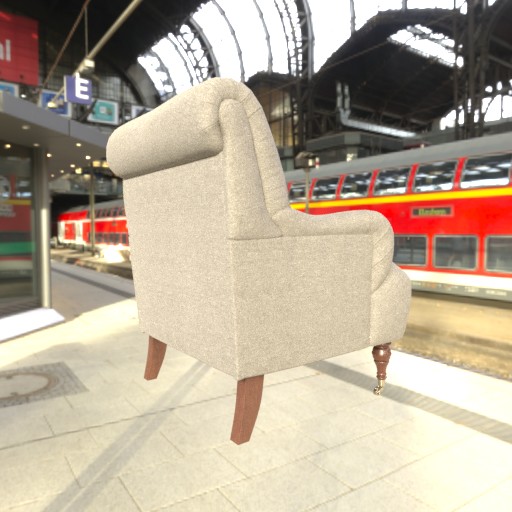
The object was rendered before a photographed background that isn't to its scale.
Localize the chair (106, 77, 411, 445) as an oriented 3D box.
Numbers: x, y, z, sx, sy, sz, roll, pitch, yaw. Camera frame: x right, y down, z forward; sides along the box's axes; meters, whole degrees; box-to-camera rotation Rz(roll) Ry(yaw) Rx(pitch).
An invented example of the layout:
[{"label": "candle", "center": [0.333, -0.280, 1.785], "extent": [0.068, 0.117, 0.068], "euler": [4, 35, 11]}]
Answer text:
[{"label": "chair", "center": [0.000, 0.000, 1.567], "extent": [0.843, 0.942, 0.766], "euler": [-2, 4, -36]}]
